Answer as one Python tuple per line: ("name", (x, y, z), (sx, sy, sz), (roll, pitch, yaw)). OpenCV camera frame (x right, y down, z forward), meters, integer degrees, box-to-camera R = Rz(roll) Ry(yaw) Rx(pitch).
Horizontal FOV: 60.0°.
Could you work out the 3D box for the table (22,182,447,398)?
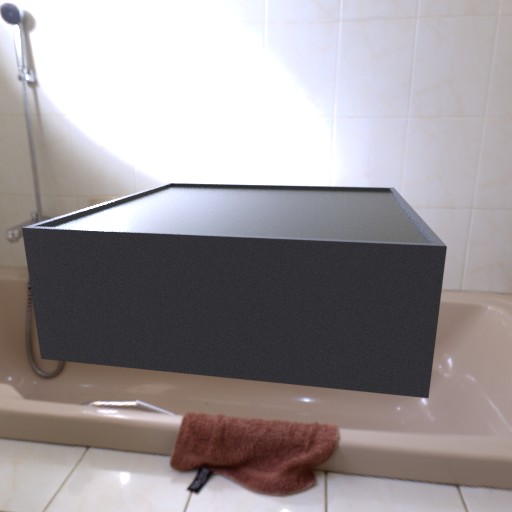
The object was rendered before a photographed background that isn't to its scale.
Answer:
("table", (0.000, 0.000, 1.233), (0.801, 0.299, 0.801), (3, 16, 10))
